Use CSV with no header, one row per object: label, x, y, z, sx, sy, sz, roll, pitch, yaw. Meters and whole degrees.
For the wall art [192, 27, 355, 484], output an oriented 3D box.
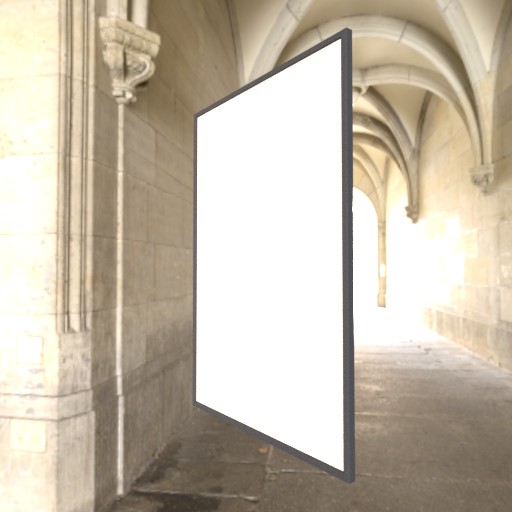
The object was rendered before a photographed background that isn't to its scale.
wall art,0.000,0.000,0.824,0.013,0.657,0.457,1,-2,-37
